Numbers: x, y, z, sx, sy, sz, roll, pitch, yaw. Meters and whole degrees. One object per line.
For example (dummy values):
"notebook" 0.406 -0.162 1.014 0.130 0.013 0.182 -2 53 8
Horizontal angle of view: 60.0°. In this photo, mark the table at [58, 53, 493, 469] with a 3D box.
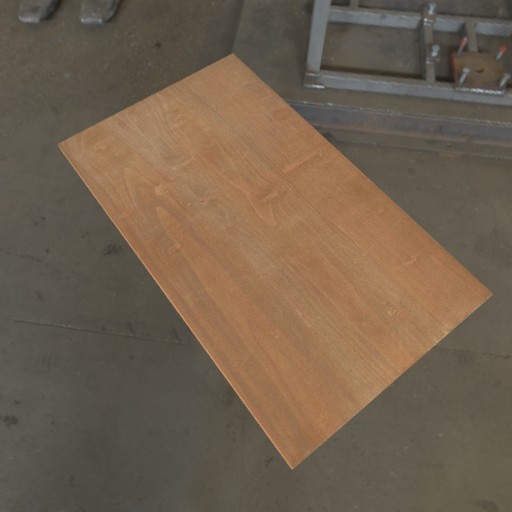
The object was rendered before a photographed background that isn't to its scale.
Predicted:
"table" 0.000 0.000 2.121 0.946 0.780 1.609 -34 68 -16
